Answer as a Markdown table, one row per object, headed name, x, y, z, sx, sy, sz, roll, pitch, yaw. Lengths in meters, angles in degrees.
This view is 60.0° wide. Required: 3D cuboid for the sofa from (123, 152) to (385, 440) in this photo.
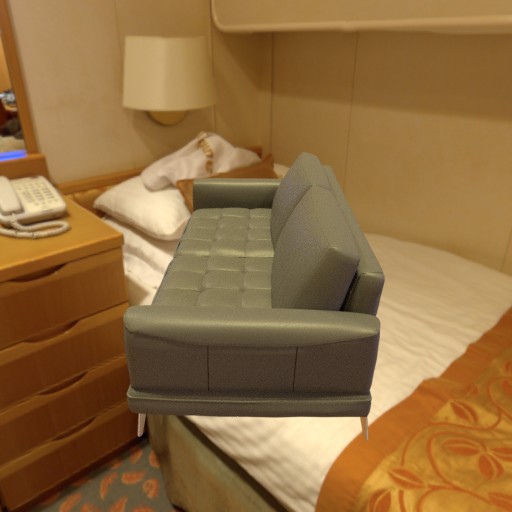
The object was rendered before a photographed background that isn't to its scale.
| name | x | y | z | sx | sy | sz | roll | pitch | yaw |
| --- | --- | --- | --- | --- | --- | --- | --- | --- | --- |
| sofa | 0.000 | 0.000 | 2.772 | 1.121 | 0.930 | 2.177 | 1 | 26 | 1 |
